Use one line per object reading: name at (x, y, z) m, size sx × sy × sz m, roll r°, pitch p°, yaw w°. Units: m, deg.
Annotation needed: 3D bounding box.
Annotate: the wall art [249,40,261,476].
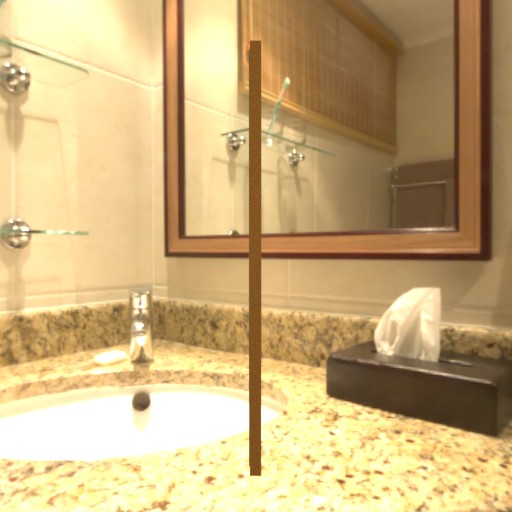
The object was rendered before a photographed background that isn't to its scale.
wall art at (0.000, 0.000, 0.691) m, size 0.013 × 0.455 × 0.457 m, roll 0°, pitch 1°, yaw 0°
